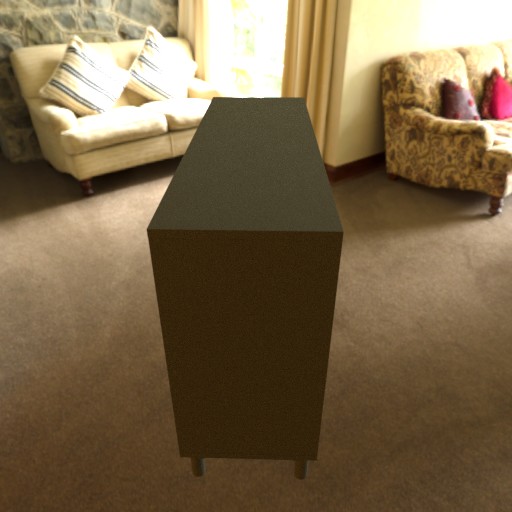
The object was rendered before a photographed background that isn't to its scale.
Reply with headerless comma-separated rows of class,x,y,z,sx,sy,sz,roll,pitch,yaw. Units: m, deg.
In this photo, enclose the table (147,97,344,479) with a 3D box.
table,0.000,0.000,1.606,0.400,0.855,1.200,1,32,1
